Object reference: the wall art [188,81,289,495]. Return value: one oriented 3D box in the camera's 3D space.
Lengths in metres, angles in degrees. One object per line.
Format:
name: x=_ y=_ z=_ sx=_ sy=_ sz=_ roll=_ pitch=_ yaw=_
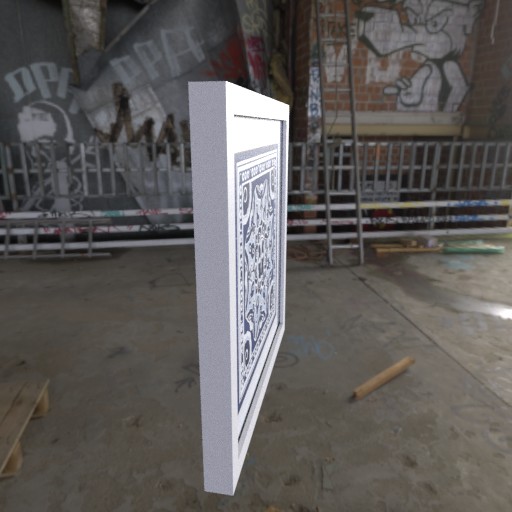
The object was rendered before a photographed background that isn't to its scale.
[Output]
wall art: x=0.000 y=0.000 z=0.526 sx=0.027 sy=0.355 sz=0.355 roll=3 pitch=16 yaw=11
